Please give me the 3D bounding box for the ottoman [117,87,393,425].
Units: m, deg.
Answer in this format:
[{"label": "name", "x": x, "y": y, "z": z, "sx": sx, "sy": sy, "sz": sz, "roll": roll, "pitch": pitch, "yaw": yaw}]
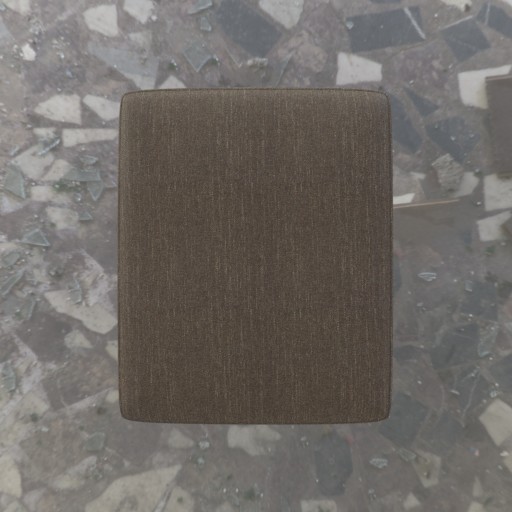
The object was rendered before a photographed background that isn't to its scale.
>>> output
[{"label": "ottoman", "x": 0.000, "y": 0.000, "z": 1.246, "sx": 0.671, "sy": 0.490, "sz": 0.820, "roll": 0, "pitch": 90, "yaw": 1}]
